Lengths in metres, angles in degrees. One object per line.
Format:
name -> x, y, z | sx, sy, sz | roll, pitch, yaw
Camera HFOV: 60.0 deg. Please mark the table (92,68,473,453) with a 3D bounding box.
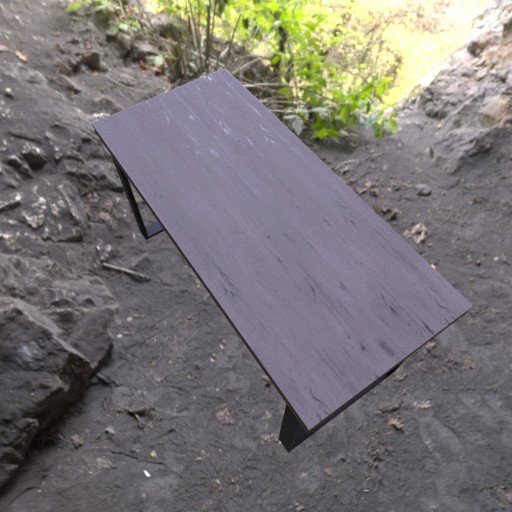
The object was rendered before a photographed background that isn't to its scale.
table -> 0.000, 0.000, 2.345 | 0.795, 0.899, 1.778 | -30, 63, -18
